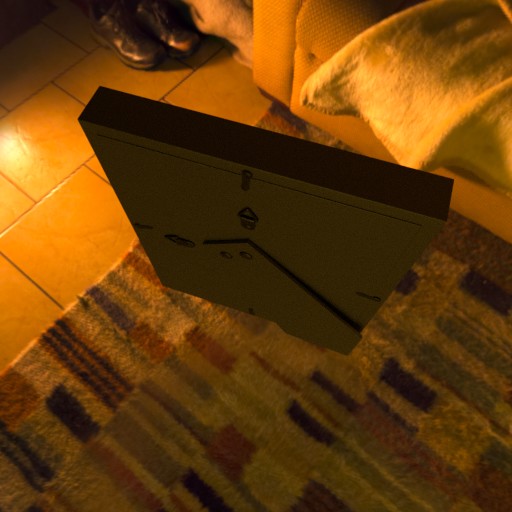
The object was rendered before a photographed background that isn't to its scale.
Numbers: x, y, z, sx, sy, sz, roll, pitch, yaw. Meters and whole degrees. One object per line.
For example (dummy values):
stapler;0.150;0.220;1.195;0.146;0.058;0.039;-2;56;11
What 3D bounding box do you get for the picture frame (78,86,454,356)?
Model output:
picture frame;0.000;0.000;0.396;0.232;0.284;0.042;17;66;8
